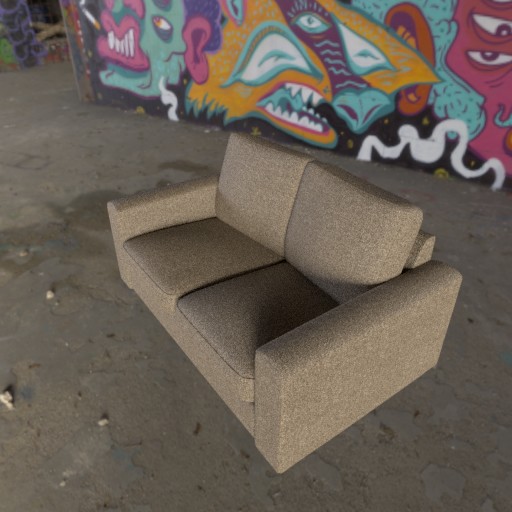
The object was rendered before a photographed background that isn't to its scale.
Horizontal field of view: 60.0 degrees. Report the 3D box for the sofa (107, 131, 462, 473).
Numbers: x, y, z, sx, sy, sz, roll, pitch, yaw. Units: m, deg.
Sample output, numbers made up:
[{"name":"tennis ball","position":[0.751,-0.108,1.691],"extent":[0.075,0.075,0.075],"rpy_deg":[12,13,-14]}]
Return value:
[{"name":"sofa","position":[0.000,0.000,2.243],"extent":[1.016,0.873,1.616],"rpy_deg":[-21,38,-30]}]
